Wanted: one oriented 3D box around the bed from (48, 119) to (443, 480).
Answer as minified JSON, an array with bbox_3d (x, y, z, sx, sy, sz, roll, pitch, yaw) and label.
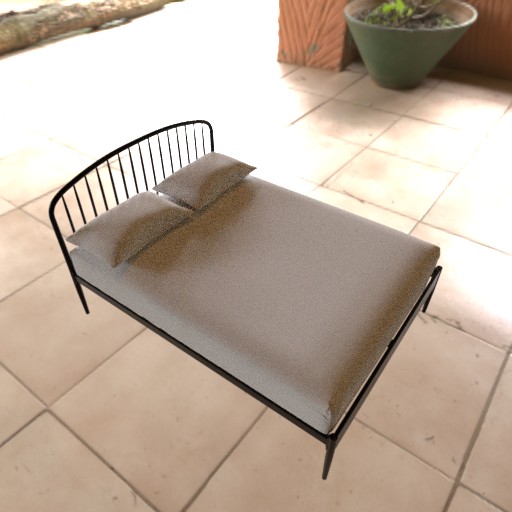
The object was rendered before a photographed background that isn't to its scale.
[{"bbox_3d":[0.000,0.000,3.102,2.159,1.166,1.618,26,47,27],"label":"bed"}]
